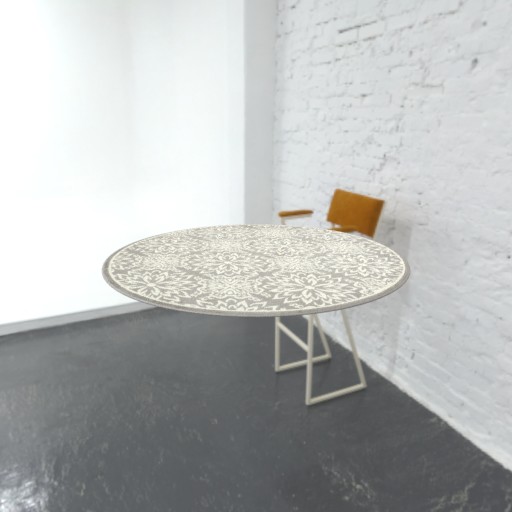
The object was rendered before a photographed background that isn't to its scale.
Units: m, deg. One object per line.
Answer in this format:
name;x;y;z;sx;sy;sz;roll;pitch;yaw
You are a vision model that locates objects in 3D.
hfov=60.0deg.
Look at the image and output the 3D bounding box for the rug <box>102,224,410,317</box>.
rug;0.000;0.000;2.409;1.593;0.012;1.593;0;16;0
